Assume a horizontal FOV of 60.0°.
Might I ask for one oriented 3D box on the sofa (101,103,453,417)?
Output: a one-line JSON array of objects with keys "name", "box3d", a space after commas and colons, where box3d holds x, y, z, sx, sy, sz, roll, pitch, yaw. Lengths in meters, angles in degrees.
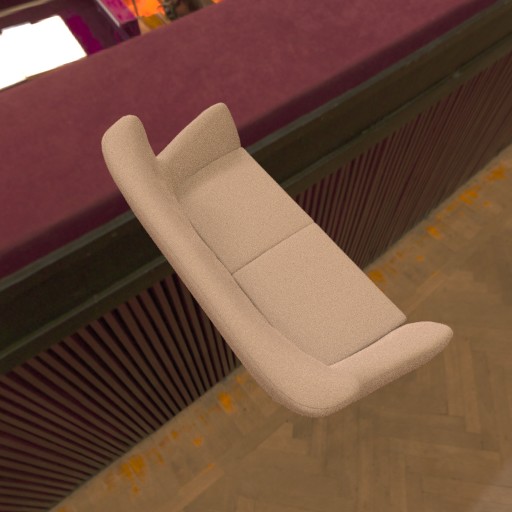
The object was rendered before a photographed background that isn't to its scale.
[{"name": "sofa", "box3d": [0.000, 0.000, 2.422, 0.899, 0.890, 1.930, -32, 64, -17]}]
